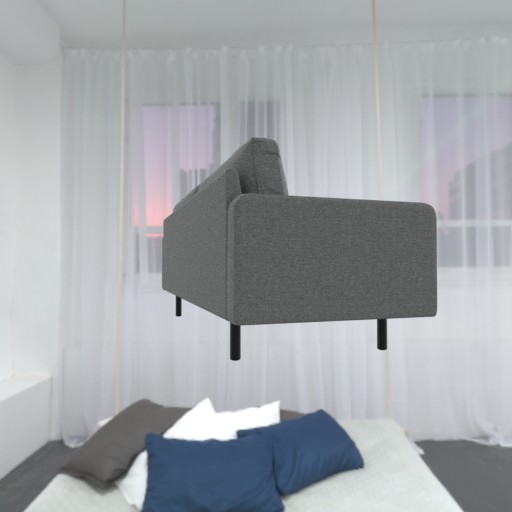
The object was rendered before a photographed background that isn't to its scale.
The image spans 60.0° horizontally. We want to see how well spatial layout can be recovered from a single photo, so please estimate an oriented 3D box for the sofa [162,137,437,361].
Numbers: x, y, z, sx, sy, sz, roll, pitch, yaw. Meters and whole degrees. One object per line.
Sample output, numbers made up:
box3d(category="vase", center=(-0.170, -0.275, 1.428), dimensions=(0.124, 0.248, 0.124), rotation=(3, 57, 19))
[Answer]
box3d(category="sofa", center=(0.000, 0.000, 2.672), dimensions=(0.880, 0.880, 2.200), rotation=(0, -1, -18))
